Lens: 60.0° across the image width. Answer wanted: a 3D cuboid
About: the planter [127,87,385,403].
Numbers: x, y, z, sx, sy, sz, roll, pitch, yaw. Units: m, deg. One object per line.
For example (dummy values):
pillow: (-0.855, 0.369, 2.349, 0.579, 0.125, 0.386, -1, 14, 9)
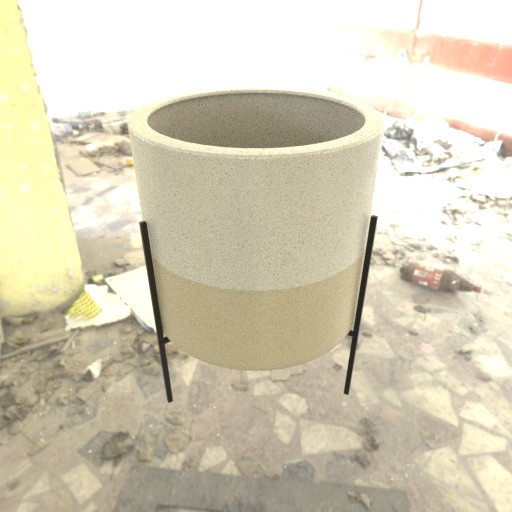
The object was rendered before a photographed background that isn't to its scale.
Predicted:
planter: (0.000, 0.000, 0.760, 0.359, 0.484, 0.368, -2, 32, -3)
